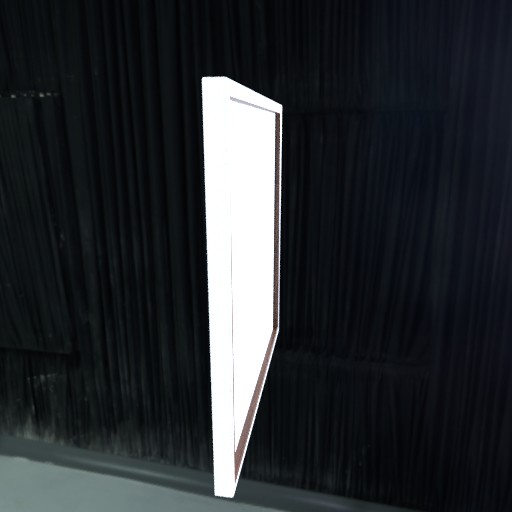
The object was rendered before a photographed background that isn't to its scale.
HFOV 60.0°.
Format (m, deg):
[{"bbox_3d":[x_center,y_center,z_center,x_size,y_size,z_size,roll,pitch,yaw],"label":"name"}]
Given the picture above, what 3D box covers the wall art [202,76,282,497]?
[{"bbox_3d":[0.000,0.000,1.483,0.049,1.009,1.009,3,16,9],"label":"wall art"}]
